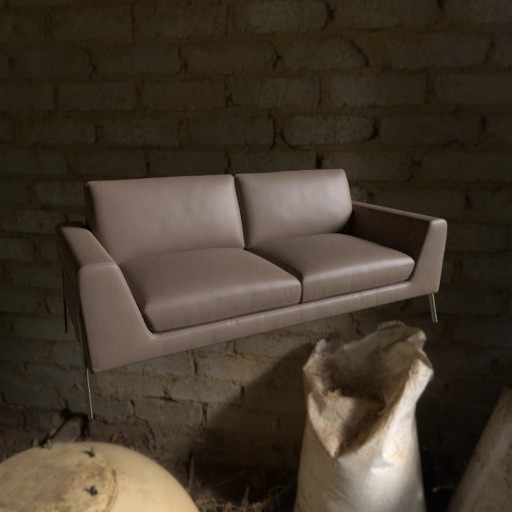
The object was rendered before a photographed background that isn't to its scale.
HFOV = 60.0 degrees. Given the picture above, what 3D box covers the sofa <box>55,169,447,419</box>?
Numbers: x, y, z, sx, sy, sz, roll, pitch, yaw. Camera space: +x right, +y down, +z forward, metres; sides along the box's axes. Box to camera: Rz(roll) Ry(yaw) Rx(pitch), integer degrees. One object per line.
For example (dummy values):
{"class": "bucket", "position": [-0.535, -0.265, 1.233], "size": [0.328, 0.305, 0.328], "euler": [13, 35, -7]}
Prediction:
{"class": "sofa", "position": [0.000, 0.000, 2.512], "size": [2.017, 0.875, 0.953], "euler": [-8, 18, -27]}
